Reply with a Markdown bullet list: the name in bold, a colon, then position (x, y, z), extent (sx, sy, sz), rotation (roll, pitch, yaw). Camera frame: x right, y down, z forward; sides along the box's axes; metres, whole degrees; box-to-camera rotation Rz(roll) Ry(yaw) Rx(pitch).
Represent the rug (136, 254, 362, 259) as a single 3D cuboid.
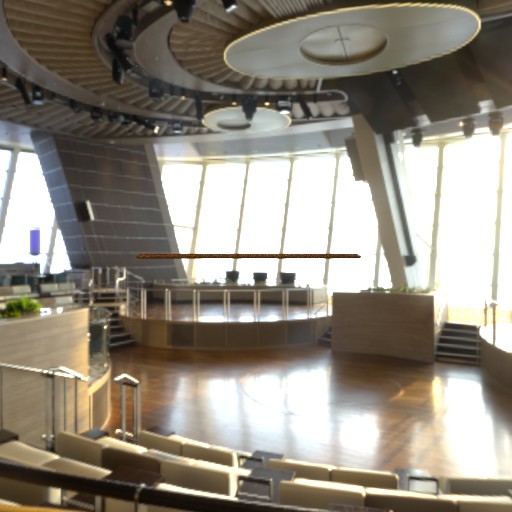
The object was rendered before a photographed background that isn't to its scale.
- **rug**: position (0.000, 0.000, 1.988), extent (0.556, 0.013, 1.820), rotation (0, 0, 1)
